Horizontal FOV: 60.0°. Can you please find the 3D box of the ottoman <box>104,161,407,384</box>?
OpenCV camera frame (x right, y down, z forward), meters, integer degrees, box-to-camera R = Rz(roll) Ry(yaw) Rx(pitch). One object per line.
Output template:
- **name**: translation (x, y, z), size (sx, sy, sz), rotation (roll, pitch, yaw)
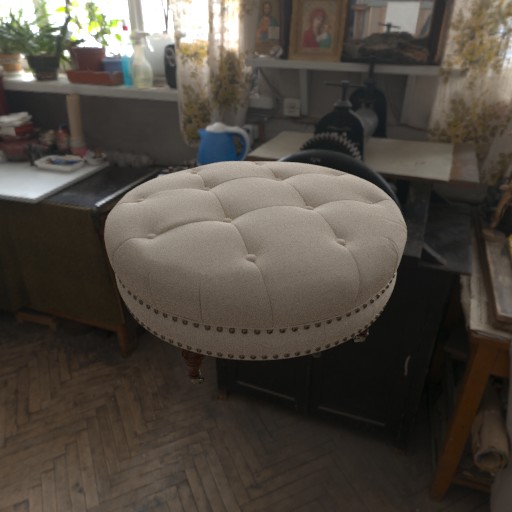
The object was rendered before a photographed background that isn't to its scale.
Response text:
- **ottoman**: translation (0.000, 0.000, 1.505), size (0.940, 0.483, 0.940), rotation (0, 30, 0)
